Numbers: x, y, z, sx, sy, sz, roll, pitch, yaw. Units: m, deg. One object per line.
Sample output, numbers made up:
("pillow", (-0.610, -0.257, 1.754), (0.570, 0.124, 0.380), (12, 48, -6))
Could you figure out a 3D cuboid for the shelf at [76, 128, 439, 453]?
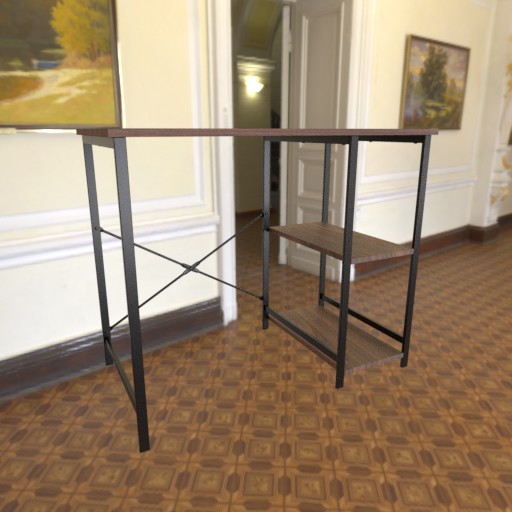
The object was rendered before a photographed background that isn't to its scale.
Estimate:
("shelf", (0.000, 0.000, 1.360), (0.902, 0.750, 0.498), (-8, 18, -27))
